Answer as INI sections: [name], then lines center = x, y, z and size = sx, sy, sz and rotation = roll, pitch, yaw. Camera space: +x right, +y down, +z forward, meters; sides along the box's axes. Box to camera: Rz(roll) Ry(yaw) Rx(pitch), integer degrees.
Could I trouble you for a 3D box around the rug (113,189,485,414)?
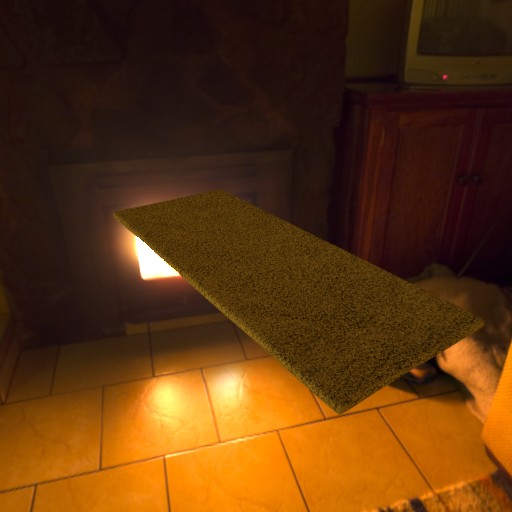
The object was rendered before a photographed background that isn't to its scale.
[rug]
center = 0.000, 0.000, 1.723
size = 0.609, 0.030, 1.524
rotation = -18, 32, -31
